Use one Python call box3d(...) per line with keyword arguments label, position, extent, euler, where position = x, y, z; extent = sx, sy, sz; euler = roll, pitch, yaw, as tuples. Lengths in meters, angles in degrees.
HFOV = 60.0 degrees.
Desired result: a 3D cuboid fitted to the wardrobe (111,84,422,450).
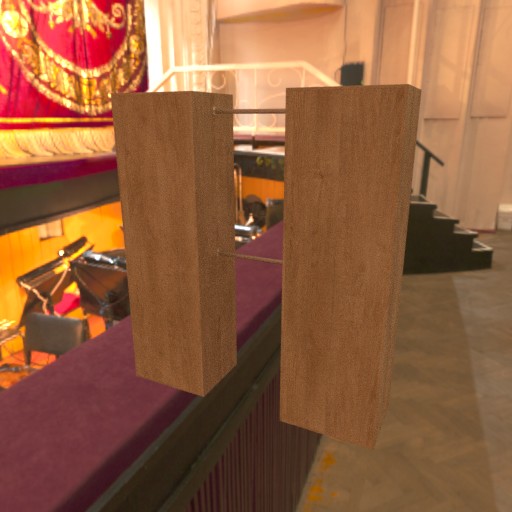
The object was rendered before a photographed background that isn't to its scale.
box3d(label="wardrobe", position=(0.000, 0.000, 2.873), extent=(1.770, 2.000, 0.480), euler=(8, 19, 25))
